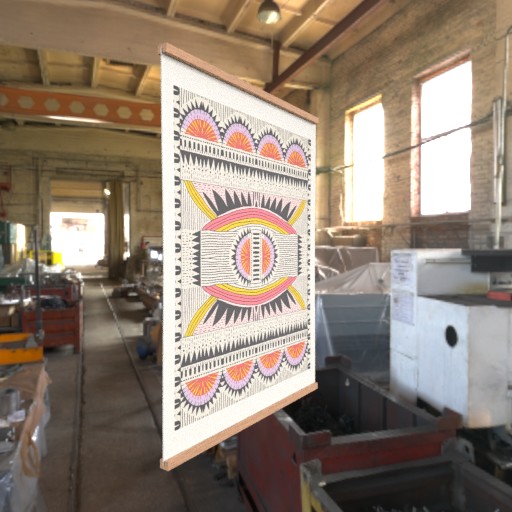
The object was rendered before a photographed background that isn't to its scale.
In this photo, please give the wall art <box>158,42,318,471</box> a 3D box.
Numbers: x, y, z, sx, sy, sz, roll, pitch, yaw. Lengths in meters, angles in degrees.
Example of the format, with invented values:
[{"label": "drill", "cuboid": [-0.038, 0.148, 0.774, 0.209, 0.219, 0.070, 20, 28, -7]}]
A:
[{"label": "wall art", "cuboid": [0.000, 0.000, 1.365, 0.028, 1.016, 0.765, 1, 2, 36]}]
